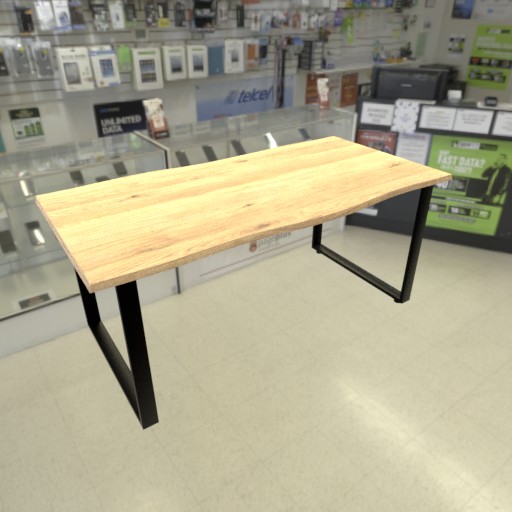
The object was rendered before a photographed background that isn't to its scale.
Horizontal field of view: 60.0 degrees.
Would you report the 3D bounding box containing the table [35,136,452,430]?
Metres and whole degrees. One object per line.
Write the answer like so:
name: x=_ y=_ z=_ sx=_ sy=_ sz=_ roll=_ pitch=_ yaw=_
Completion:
table: x=0.000 y=0.000 z=2.287 sx=1.800 sy=0.780 sz=0.900 roll=-18 pitch=35 yaw=-29
